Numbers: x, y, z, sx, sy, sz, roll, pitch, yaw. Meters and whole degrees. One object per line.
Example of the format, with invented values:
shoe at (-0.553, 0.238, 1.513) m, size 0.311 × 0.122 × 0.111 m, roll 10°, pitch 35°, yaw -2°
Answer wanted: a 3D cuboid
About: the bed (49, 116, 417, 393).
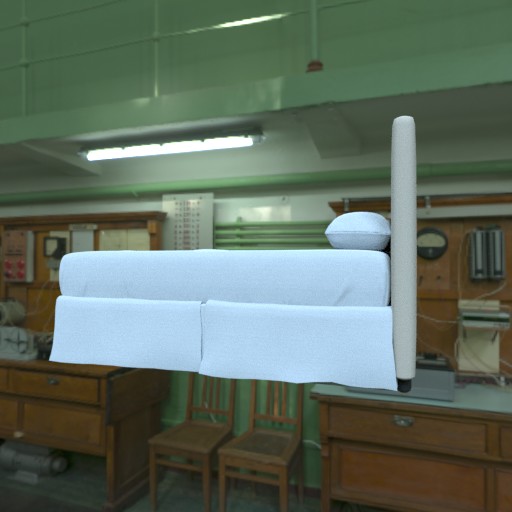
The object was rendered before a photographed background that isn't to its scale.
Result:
bed at (0.000, 0.000, 3.181) m, size 2.142 × 1.330 × 1.748 m, roll 0°, pitch 0°, yaw 19°
